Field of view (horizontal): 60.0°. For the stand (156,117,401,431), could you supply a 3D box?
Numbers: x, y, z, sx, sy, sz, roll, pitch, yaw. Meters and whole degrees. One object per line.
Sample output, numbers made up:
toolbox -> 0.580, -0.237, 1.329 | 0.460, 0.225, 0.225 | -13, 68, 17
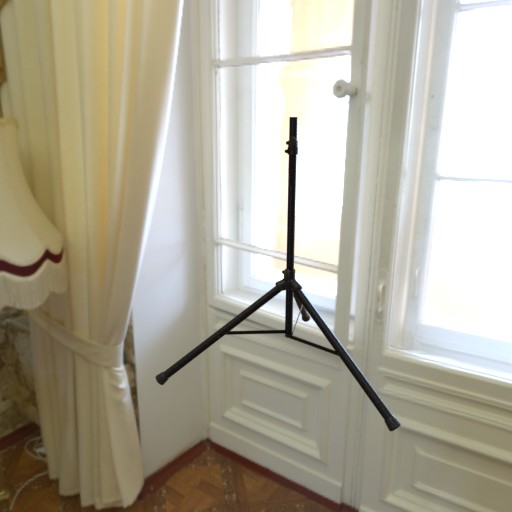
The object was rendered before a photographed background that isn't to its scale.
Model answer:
stand -> 0.000, 0.000, 1.897 | 0.907, 1.136, 1.045 | -3, 17, -11
